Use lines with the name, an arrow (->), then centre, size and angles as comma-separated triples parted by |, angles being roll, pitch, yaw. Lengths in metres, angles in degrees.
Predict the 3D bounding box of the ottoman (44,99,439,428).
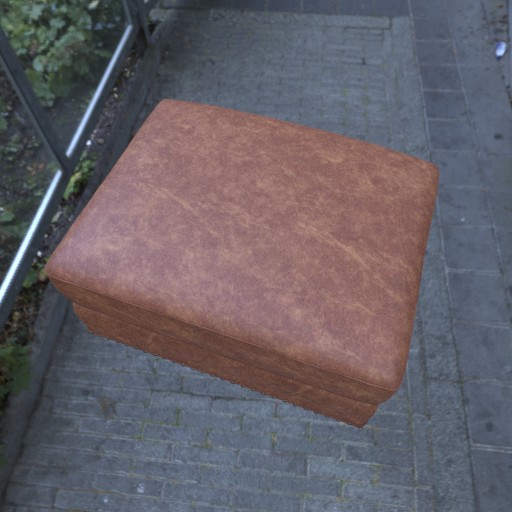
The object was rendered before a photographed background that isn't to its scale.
ottoman -> 0.000, 0.000, 1.121 | 0.742, 0.486, 0.586 | 17, 60, 10
